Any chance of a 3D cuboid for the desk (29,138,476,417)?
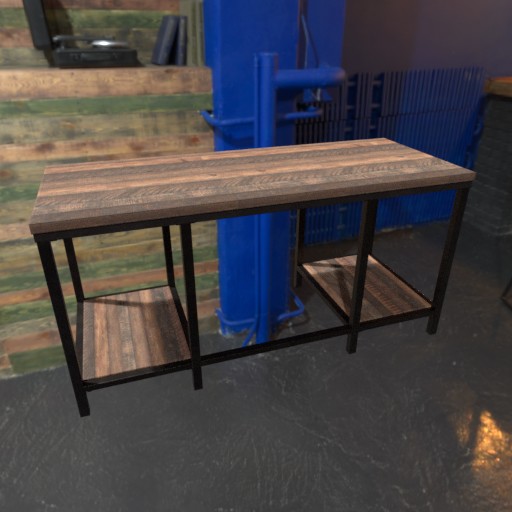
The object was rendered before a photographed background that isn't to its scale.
[{"bbox_3d":[0.000,0.000,1.879,1.538,0.753,0.617,-9,29,-16],"label":"desk"}]
